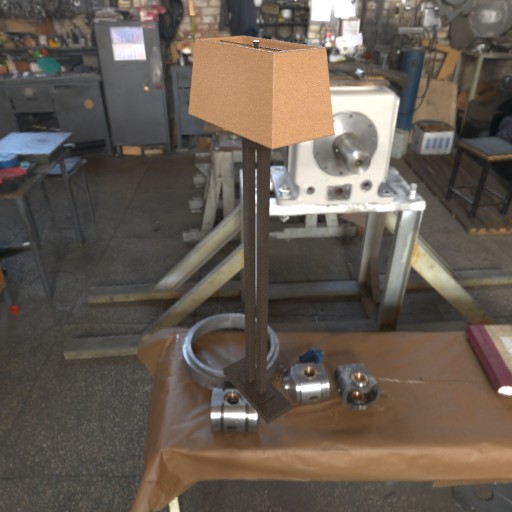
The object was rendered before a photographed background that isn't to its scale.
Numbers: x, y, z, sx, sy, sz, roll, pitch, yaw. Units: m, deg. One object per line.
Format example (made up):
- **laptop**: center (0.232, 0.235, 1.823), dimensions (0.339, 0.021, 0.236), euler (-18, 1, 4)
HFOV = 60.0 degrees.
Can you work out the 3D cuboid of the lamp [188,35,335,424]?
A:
- **lamp**: center (0.000, 0.000, 1.677), dimensions (0.233, 1.469, 0.475), euler (-20, 37, -30)
